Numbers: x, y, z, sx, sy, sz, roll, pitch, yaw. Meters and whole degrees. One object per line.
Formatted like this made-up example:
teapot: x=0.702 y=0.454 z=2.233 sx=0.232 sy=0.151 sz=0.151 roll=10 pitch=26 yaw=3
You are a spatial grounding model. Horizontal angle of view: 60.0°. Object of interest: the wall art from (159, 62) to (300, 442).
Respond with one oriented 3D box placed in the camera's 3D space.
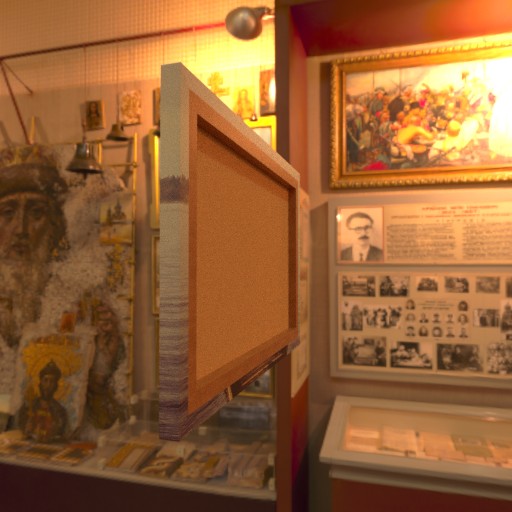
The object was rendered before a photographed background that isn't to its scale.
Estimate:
wall art: x=0.000 y=0.000 z=1.149 sx=0.037 sy=0.609 sz=0.916 roll=0 pitch=-1 yaw=18
